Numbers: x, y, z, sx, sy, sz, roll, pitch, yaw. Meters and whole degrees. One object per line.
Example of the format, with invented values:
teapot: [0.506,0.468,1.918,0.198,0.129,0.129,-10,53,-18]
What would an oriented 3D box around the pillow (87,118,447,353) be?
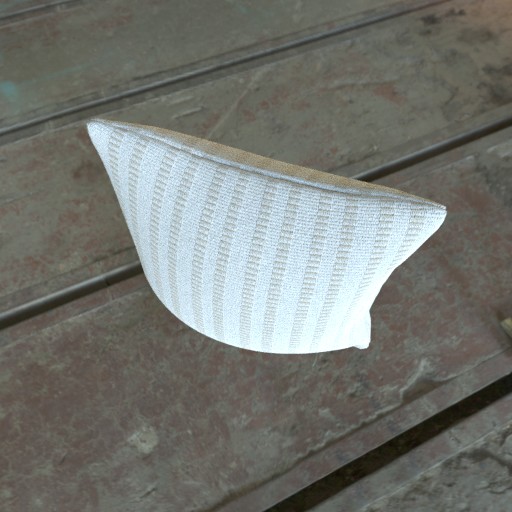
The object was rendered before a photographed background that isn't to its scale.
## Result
pillow: [0.000,0.000,0.680,0.438,0.419,0.247,16,60,10]
